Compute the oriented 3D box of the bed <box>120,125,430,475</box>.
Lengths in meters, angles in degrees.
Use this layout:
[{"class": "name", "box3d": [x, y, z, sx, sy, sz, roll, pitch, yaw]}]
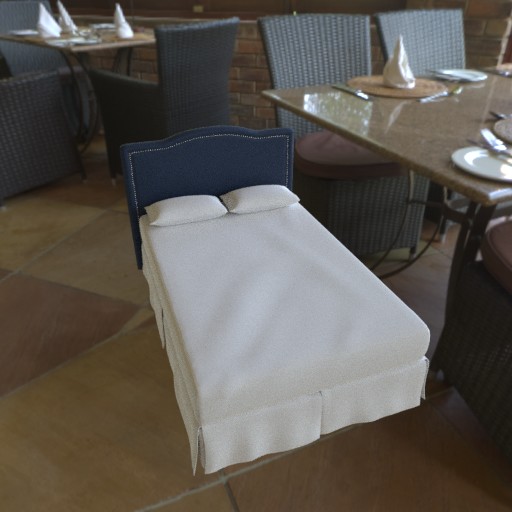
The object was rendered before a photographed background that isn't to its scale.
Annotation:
[{"class": "bed", "box3d": [0.000, 0.000, 3.560, 1.741, 1.441, 2.507, -11, 33, -17]}]
